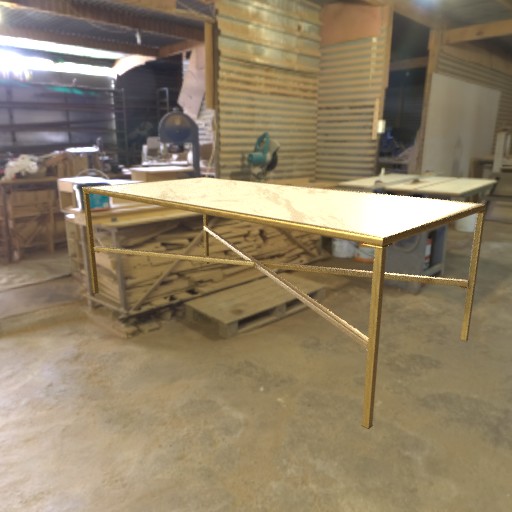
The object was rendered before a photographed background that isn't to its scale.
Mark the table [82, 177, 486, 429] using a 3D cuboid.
[{"bbox_3d":[0.000,0.000,1.464,1.197,0.405,0.577,14,21,42],"label":"table"}]
